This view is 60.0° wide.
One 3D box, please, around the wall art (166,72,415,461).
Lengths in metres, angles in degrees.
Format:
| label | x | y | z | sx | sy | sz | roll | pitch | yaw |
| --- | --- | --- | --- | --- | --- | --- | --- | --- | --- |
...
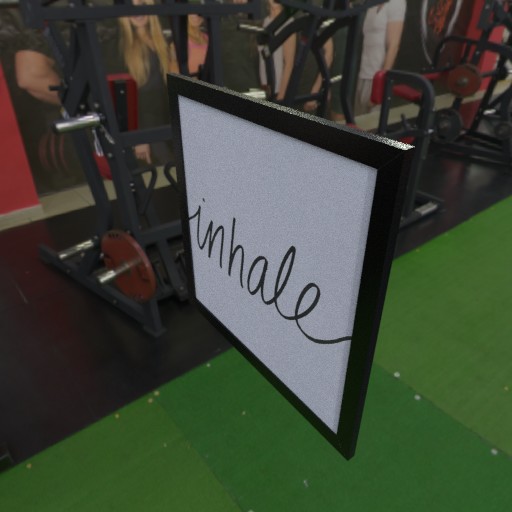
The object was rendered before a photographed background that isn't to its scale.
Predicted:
| label | x | y | z | sx | sy | sz | roll | pitch | yaw |
| --- | --- | --- | --- | --- | --- | --- | --- | --- | --- |
| wall art | 0.000 | 0.000 | 0.653 | 0.014 | 0.445 | 0.446 | -22 | 38 | -30 |
